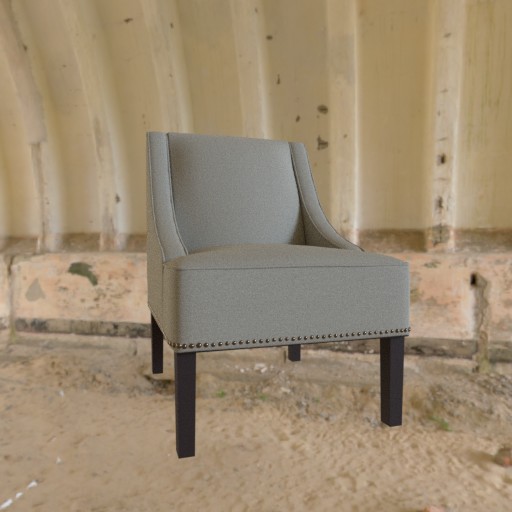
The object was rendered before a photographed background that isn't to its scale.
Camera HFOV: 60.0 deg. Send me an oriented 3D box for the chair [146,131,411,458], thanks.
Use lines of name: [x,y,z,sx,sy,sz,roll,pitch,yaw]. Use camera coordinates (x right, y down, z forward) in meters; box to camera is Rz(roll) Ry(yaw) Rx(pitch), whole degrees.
chair: [0.000,0.000,1.352,0.610,0.864,0.737,-1,2,-18]
